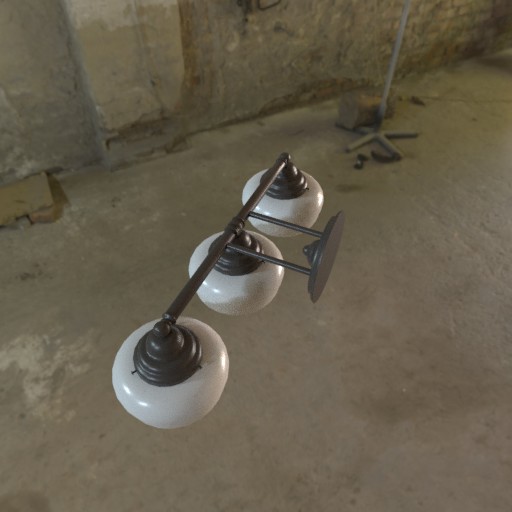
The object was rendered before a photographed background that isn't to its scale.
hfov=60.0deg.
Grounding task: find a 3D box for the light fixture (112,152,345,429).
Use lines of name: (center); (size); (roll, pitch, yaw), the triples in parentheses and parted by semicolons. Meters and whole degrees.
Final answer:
light fixture: (0.000, 0.000, 0.725); (0.239, 0.242, 0.587); (18, 49, 17)
